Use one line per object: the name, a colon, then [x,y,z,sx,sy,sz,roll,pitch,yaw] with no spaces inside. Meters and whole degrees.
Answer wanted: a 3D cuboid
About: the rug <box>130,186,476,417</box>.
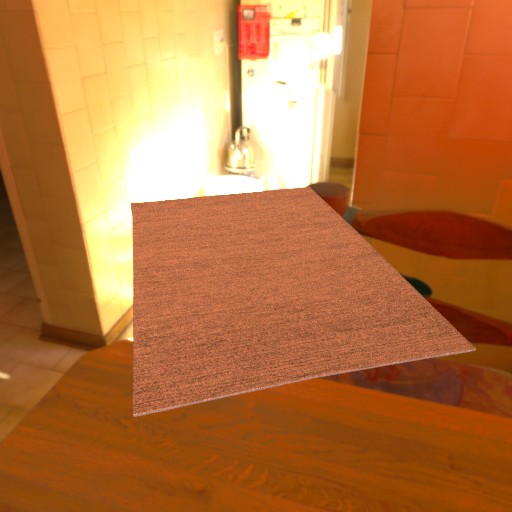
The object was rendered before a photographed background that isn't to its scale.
rug: [0.000,0.000,2.947,1.616,0.030,2.338,-7,30,-12]
